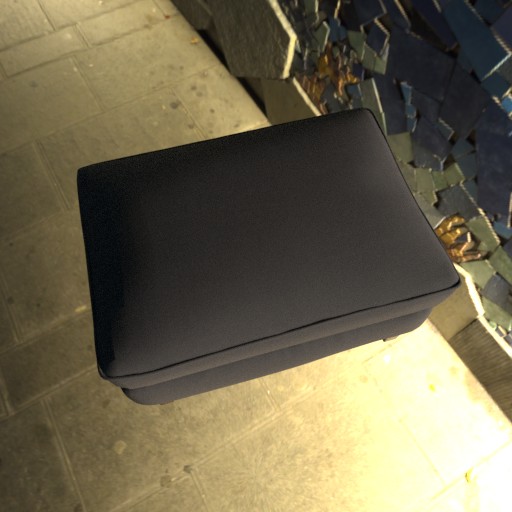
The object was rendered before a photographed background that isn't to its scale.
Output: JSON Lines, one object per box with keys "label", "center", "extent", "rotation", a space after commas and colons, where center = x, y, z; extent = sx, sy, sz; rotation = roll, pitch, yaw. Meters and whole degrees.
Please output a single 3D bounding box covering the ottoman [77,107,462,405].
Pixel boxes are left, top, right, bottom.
{"label": "ottoman", "center": [0.000, 0.000, 1.002], "extent": [0.686, 0.406, 0.508], "rotation": [-14, 64, -7]}
